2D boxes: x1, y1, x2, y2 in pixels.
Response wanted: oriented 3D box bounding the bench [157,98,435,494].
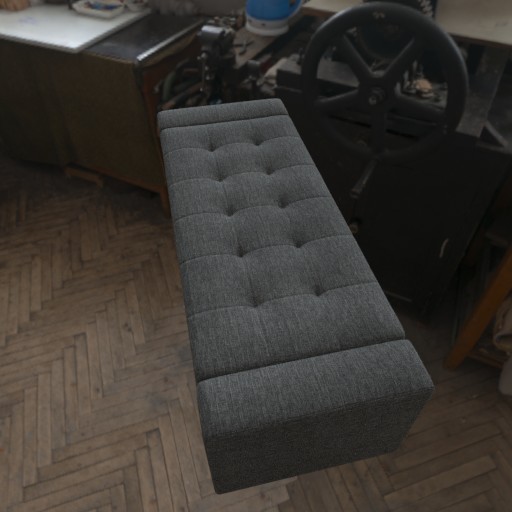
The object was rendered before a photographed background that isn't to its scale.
[{"bbox_3d":[0.000,0.000,1.478,0.508,0.445,1.296,-9,48,-9],"label":"bench"}]
